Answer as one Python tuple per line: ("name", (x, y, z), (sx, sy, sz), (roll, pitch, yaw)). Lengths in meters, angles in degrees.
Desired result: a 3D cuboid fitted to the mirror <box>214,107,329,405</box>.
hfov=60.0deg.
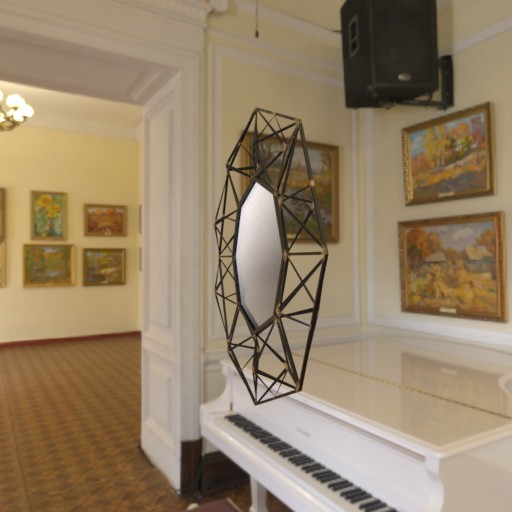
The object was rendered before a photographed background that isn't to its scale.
("mirror", (0.000, 0.000, 1.056), (0.094, 0.710, 0.710), (0, -1, -19))
